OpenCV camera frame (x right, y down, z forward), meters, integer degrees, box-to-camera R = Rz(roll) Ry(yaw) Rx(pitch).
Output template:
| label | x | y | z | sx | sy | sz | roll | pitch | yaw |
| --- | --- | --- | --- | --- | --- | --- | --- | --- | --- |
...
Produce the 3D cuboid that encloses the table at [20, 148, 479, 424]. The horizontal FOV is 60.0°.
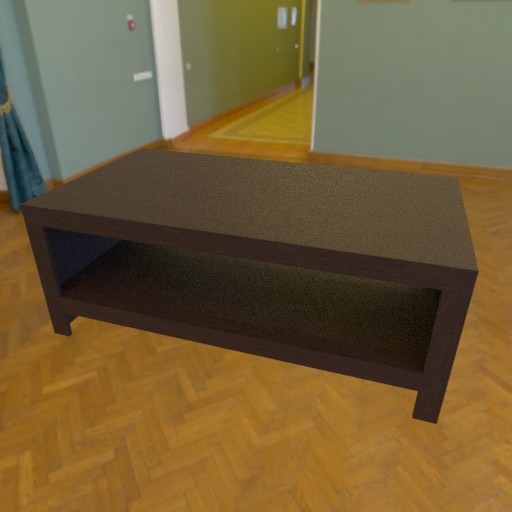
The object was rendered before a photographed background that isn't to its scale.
| label | x | y | z | sx | sy | sz | roll | pitch | yaw |
| --- | --- | --- | --- | --- | --- | --- | --- | --- | --- |
| table | 0.000 | 0.000 | 1.354 | 1.099 | 0.424 | 0.597 | 9 | 29 | 16 |
